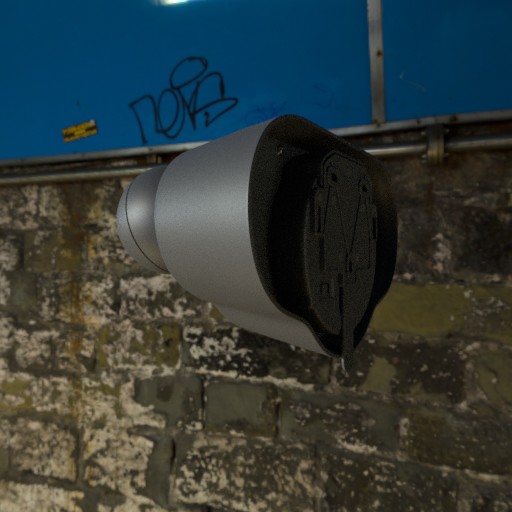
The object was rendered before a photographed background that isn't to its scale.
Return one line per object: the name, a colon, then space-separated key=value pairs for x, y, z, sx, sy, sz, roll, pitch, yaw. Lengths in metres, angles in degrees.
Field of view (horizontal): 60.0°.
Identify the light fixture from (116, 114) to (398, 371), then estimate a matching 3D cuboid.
light fixture: x=0.000 y=0.000 z=0.349 sx=0.159 sy=0.159 sz=0.229 roll=-1 pitch=-1 yaw=35
